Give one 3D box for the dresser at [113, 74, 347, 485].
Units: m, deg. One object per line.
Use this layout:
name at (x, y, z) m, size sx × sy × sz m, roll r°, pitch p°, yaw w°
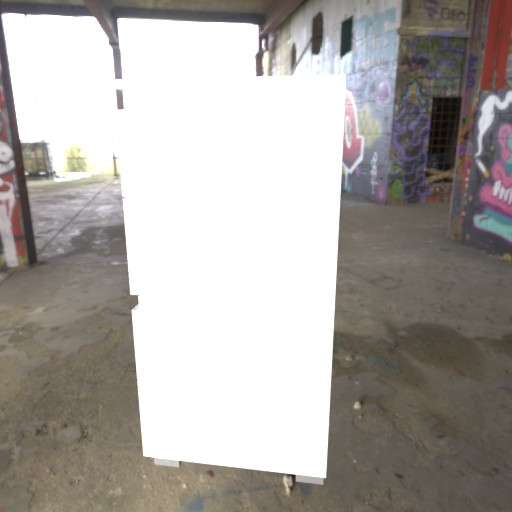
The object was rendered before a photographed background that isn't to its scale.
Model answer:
dresser at (0.000, 0.000, 1.158) m, size 0.400 × 0.800 × 0.650 m, roll 2°, pitch 16°, yaw 9°
